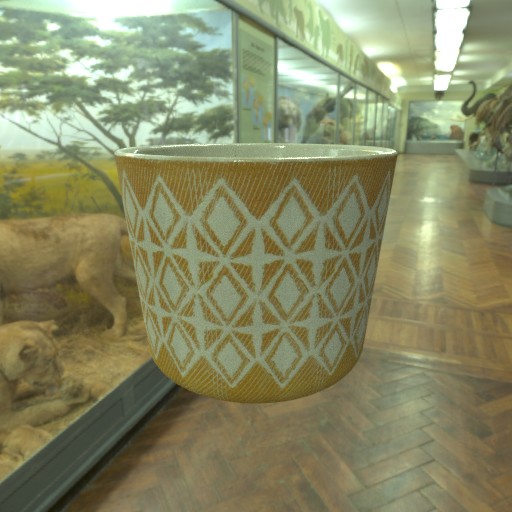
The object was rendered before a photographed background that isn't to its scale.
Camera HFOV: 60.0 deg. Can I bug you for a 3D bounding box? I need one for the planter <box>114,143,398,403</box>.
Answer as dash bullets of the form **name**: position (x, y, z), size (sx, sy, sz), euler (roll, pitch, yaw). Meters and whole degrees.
- **planter**: position (0.000, 0.000, 0.221), size (0.126, 0.104, 0.126), euler (0, 16, 0)
